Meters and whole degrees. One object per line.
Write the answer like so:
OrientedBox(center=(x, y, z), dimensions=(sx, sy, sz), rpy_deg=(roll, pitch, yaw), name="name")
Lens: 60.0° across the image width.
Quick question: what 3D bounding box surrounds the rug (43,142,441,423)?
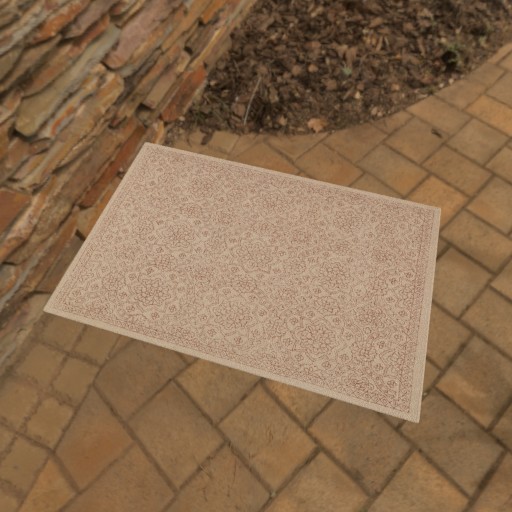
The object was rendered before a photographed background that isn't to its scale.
OrientedBox(center=(0.000, 0.000, 2.350), dimensions=(1.829, 0.010, 1.219), rpy_deg=(14, 59, 9), name="rug")
